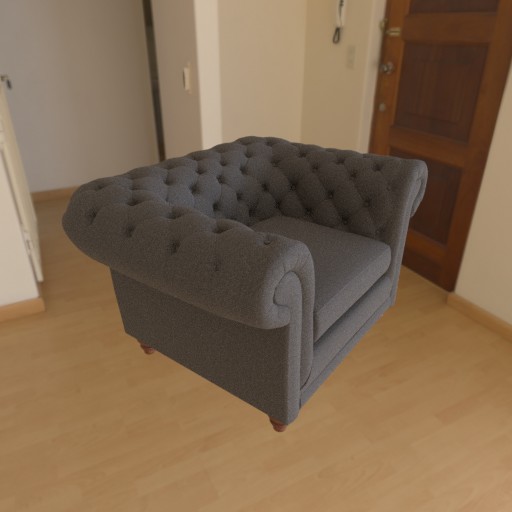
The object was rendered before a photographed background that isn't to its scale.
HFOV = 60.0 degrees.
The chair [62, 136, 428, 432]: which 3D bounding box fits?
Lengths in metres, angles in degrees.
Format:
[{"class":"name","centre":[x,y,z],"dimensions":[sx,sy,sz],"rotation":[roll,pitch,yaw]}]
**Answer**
[{"class":"chair","centre":[0.000,0.000,1.897],"dimensions":[0.976,0.770,1.270],"rotation":[19,33,32]}]
